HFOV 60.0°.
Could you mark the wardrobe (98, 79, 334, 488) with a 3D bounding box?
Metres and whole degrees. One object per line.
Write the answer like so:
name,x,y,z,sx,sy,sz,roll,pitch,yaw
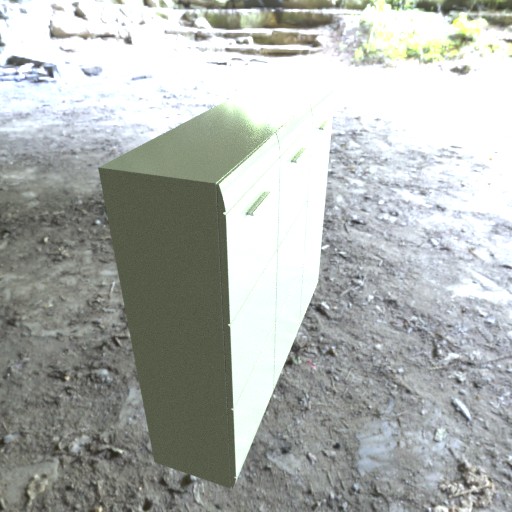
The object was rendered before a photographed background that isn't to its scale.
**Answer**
wardrobe,0.000,0.000,1.899,0.360,1.200,1.340,10,33,17
